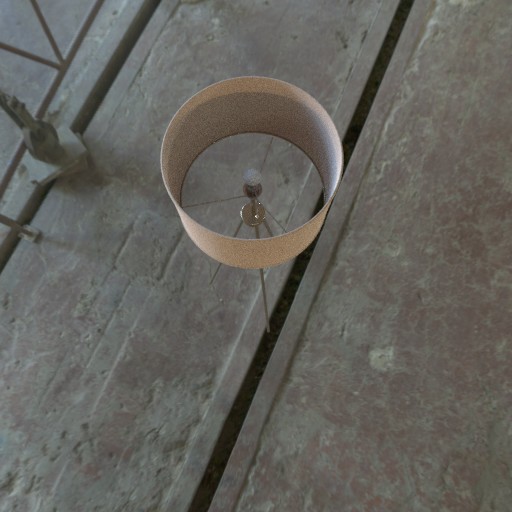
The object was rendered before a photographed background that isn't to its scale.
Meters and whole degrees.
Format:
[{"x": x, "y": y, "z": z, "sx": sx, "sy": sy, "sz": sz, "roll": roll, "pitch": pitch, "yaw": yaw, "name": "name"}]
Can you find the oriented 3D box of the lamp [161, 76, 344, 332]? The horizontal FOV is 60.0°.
[{"x": 0.000, "y": 0.000, "z": 1.725, "sx": 0.449, "sy": 1.545, "sz": 0.460, "roll": -22, "pitch": 76, "yaw": -6, "name": "lamp"}]
